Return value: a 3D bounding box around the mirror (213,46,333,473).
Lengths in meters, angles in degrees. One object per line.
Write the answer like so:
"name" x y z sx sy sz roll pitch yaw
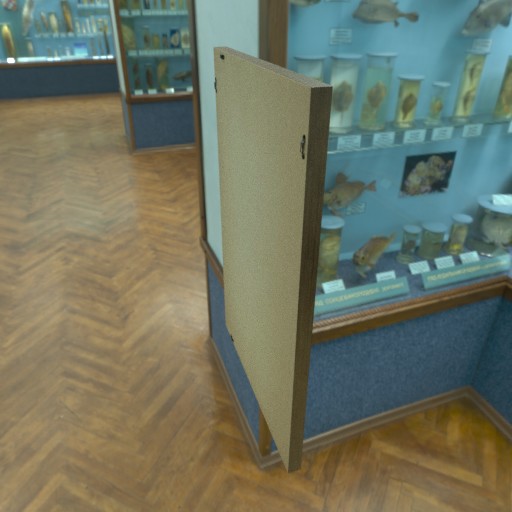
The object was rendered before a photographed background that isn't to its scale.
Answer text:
"mirror" 0.000 0.000 1.129 0.040 0.915 0.609 -9 32 -16
